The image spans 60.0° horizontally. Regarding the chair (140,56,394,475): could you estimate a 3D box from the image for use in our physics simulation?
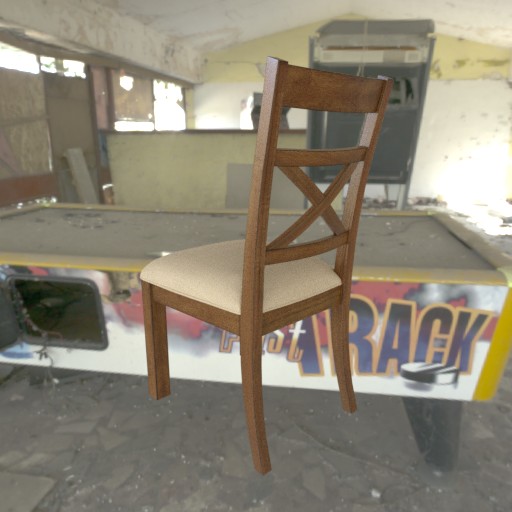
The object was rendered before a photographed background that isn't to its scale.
[{"bbox_3d":[0.000,0.000,1.265,0.461,0.949,0.581,-14,20,-41],"label":"chair"}]
